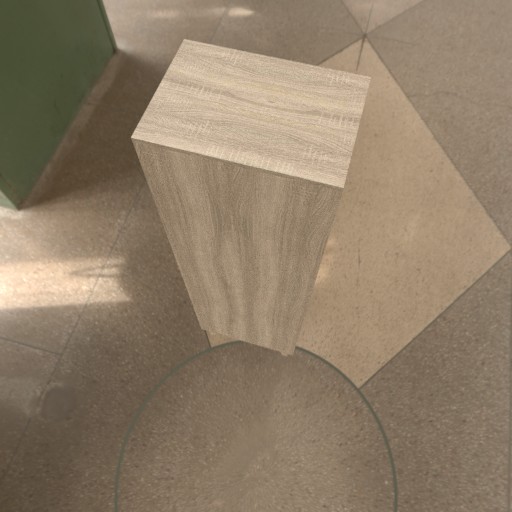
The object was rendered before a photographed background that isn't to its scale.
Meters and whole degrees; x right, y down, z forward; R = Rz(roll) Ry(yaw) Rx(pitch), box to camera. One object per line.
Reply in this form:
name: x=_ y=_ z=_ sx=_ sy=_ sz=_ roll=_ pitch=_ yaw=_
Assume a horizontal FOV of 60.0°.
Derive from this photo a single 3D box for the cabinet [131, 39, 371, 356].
cabinet: x=0.000 y=0.000 z=2.046 sx=0.570 sy=1.850 sz=0.400 roll=15 pitch=64 yaw=7
